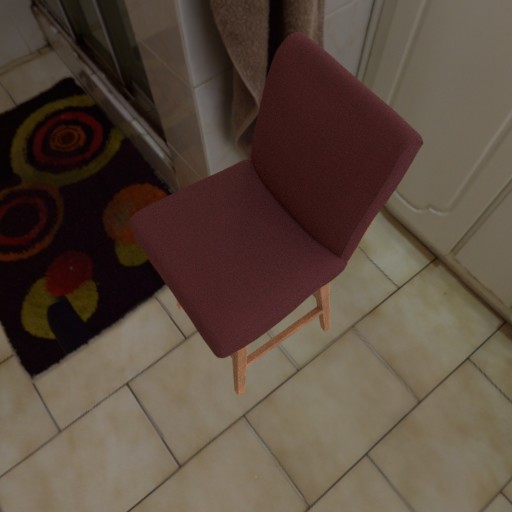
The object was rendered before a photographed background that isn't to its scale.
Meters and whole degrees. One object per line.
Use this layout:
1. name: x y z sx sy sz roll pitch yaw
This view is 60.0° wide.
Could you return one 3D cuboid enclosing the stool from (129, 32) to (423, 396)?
1. stool: 0.000 0.000 1.359 0.562 1.093 0.468 -33 68 -15
